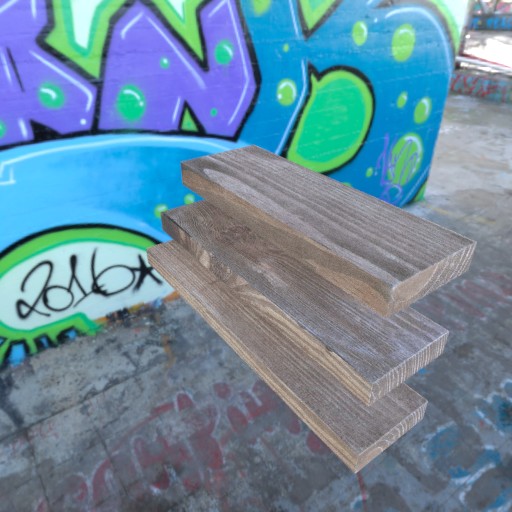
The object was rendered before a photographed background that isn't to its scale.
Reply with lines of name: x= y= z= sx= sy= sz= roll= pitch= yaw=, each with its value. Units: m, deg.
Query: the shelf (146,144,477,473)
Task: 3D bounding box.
shelf: x=0.000 y=0.000 z=0.726 sx=0.140 sy=0.293 sz=0.610 roll=-22 pitch=38 yaw=-30
